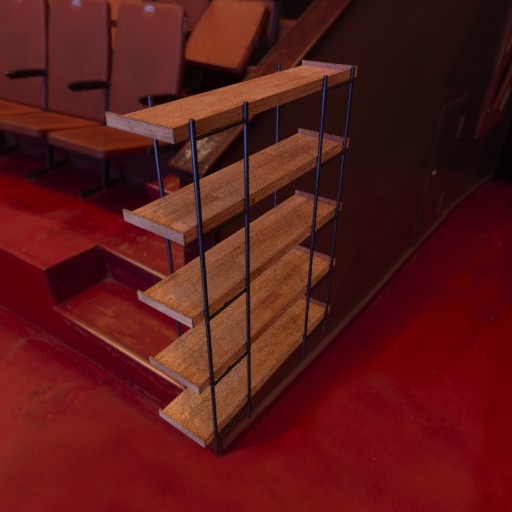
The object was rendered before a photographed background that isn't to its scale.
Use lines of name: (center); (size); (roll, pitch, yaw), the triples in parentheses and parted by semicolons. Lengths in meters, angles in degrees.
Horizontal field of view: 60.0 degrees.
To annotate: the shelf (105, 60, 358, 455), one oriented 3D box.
shelf: (0.000, 0.000, 2.450); (0.379, 1.826, 1.371); (21, 38, 30)
